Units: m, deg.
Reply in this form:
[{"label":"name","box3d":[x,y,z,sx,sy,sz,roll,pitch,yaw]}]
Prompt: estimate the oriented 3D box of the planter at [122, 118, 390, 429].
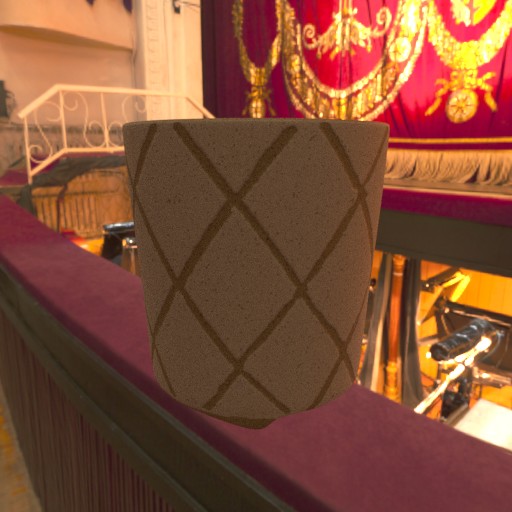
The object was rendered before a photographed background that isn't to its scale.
[{"label":"planter","box3d":[0.000,0.000,0.352,0.191,0.199,0.191,0,14,0]}]
